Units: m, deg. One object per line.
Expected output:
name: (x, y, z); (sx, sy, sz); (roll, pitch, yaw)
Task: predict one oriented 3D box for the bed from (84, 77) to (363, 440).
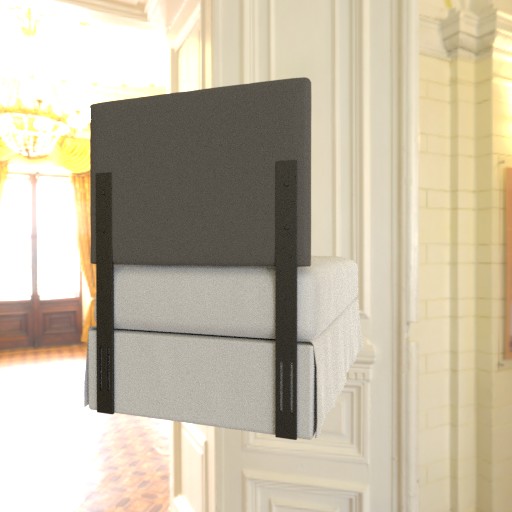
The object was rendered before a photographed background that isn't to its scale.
bed: (0.000, 0.000, 3.005); (1.261, 1.571, 1.997); (0, 1, 18)
